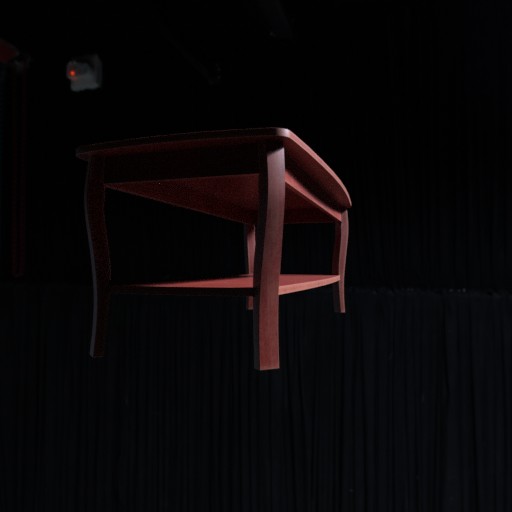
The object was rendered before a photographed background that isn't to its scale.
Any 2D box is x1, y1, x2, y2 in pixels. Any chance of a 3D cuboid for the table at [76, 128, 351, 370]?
[{"bbox_3d":[0.000,0.000,1.481,0.561,0.473,1.216,0,-1,18],"label":"table"}]
